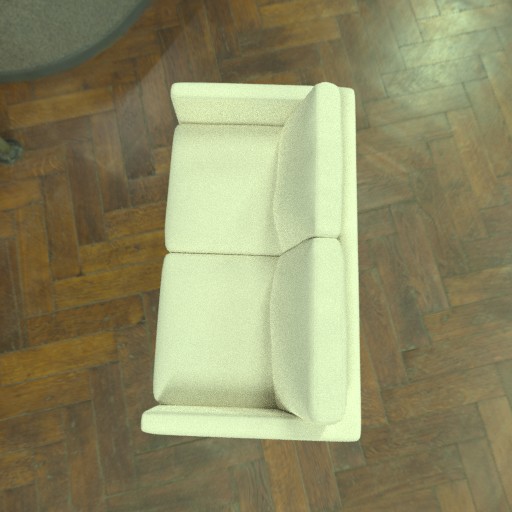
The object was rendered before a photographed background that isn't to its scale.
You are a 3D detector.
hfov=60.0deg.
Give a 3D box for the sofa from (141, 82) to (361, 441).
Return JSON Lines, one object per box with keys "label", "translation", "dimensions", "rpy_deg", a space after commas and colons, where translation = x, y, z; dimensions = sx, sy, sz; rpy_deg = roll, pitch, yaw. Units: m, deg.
{"label": "sofa", "translation": [0.000, 0.000, 2.287], "dimensions": [0.964, 0.888, 1.702], "rpy_deg": [2, 77, 0]}
